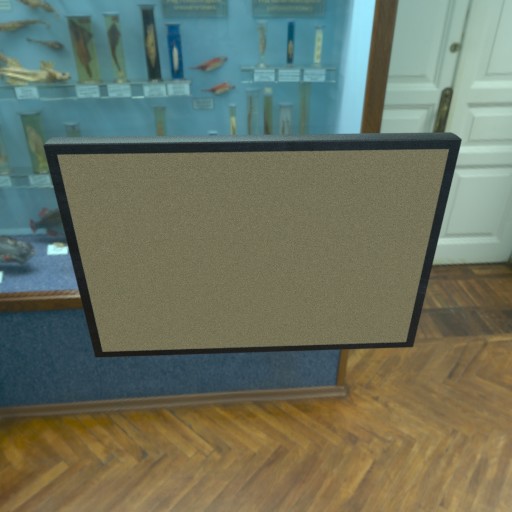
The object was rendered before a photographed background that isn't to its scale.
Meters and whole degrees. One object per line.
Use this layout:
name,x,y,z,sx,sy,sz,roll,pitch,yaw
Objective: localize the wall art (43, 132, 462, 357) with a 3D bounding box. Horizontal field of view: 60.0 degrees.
wall art,0.000,0.000,0.762,0.610,0.409,0.038,-1,30,-2
